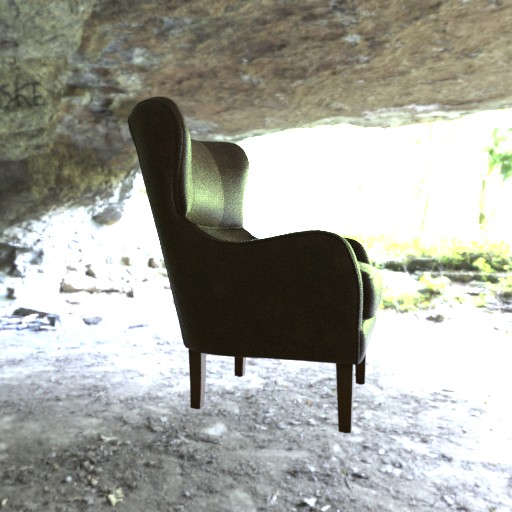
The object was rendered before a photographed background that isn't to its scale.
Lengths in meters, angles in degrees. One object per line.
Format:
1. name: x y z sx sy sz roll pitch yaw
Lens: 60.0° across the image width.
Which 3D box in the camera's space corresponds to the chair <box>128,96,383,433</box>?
1. chair: 0.000 0.000 1.679 0.914 1.048 0.692 0 0 18
